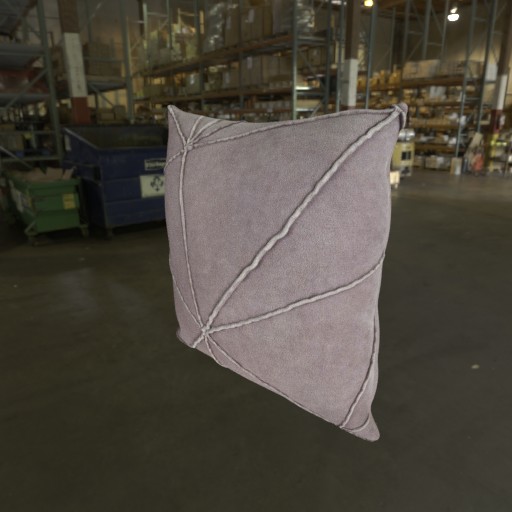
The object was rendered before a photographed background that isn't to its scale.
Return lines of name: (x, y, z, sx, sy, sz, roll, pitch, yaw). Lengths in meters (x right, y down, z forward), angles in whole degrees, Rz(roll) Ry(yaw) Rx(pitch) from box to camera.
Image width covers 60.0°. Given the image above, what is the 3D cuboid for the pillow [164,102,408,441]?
pillow: (0.000, 0.000, 0.668, 0.439, 0.440, 0.185, 16, 23, 42)
